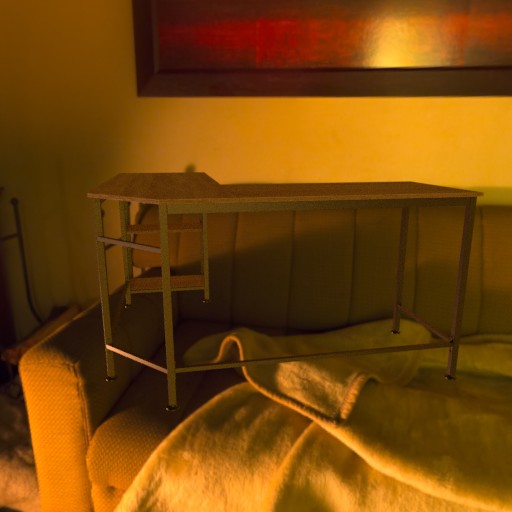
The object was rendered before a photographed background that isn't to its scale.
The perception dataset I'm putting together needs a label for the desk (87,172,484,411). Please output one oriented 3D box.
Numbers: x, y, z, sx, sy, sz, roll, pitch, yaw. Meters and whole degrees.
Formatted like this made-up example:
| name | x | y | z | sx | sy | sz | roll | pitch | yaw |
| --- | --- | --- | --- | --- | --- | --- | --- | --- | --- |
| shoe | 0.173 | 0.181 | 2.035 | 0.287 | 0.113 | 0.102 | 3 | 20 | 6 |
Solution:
| name | x | y | z | sx | sy | sz | roll | pitch | yaw |
| --- | --- | --- | --- | --- | --- | --- | --- | --- | --- |
| desk | 0.000 | 0.000 | 2.192 | 1.379 | 0.739 | 1.379 | -3 | 14 | -11 |
